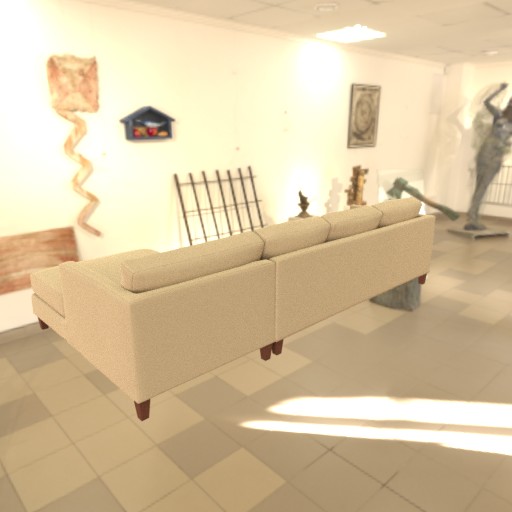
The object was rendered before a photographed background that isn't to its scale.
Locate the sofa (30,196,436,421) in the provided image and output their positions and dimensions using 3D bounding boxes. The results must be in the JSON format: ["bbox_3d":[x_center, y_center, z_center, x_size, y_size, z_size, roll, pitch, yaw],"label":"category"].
[{"bbox_3d":[0.000,0.000,3.792,3.186,0.861,1.625,-15,22,-41],"label":"sofa"}]
